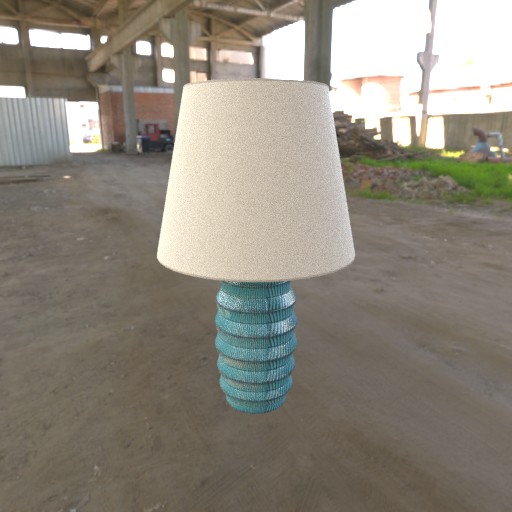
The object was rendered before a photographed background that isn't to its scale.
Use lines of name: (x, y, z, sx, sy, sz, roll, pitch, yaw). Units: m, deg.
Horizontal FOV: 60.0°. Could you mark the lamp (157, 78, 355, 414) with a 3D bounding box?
lamp: (0.000, 0.000, 0.814, 0.355, 0.582, 0.355, 0, 15, 0)
